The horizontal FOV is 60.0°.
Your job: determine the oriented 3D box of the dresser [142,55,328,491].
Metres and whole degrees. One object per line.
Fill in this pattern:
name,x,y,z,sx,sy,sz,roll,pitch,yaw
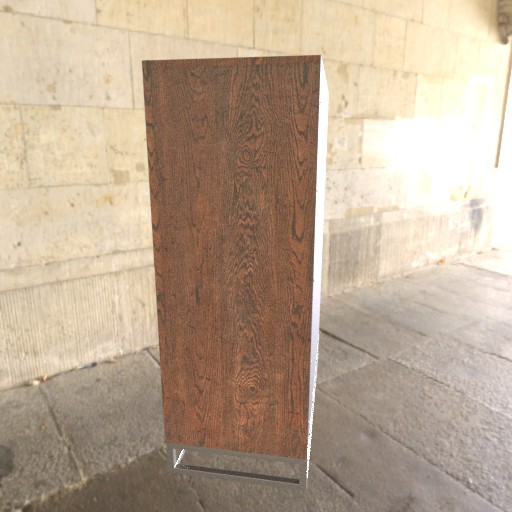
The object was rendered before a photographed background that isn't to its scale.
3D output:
dresser,0.000,0.000,1.784,0.508,1.321,0.965,3,15,10
